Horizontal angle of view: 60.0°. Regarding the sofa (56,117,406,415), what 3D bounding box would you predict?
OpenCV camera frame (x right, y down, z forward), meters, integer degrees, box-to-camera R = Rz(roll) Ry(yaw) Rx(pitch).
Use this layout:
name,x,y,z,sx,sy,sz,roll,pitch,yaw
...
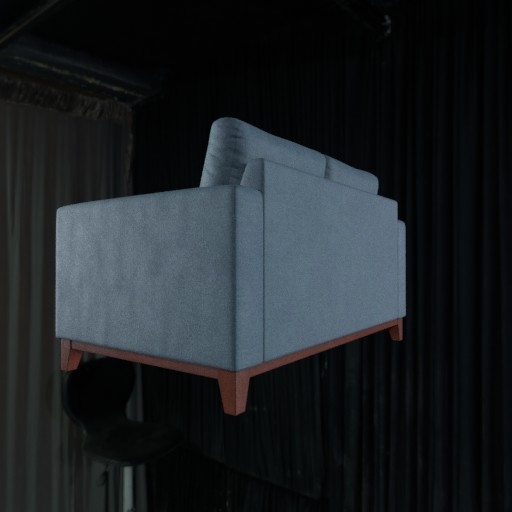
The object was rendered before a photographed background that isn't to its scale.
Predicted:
name,x,y,z,sx,sy,sz,roll,pitch,yaw
sofa,0.000,0.000,2.087,0.955,0.903,1.489,0,-1,36
